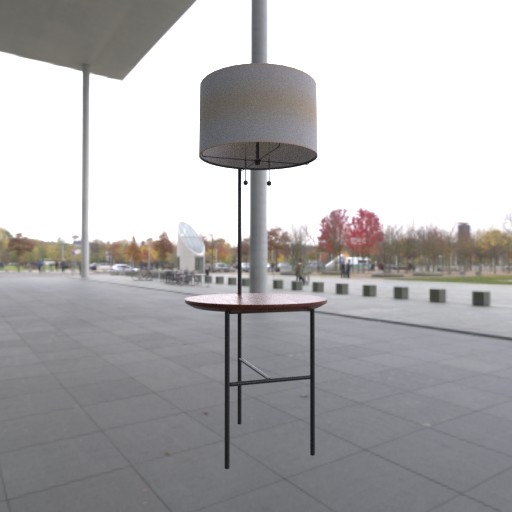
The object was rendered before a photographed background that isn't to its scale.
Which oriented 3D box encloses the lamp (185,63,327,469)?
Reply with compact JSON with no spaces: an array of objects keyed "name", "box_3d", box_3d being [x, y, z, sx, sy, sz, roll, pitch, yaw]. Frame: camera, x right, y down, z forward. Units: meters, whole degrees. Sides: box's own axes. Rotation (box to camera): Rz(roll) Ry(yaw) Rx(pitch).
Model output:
[{"name":"lamp","box_3d":[0.000,0.000,1.808,0.573,1.517,0.573,0,-1,0]}]
